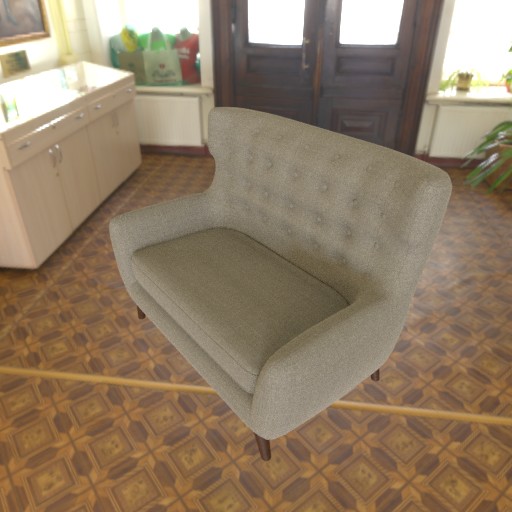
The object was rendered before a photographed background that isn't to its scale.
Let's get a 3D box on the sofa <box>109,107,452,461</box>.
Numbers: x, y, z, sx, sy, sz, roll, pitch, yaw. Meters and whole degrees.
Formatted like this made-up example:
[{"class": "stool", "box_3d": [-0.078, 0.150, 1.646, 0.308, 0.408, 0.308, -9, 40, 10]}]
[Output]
[{"class": "sofa", "box_3d": [0.000, 0.000, 2.017, 0.884, 1.028, 1.386, -22, 37, -32]}]
